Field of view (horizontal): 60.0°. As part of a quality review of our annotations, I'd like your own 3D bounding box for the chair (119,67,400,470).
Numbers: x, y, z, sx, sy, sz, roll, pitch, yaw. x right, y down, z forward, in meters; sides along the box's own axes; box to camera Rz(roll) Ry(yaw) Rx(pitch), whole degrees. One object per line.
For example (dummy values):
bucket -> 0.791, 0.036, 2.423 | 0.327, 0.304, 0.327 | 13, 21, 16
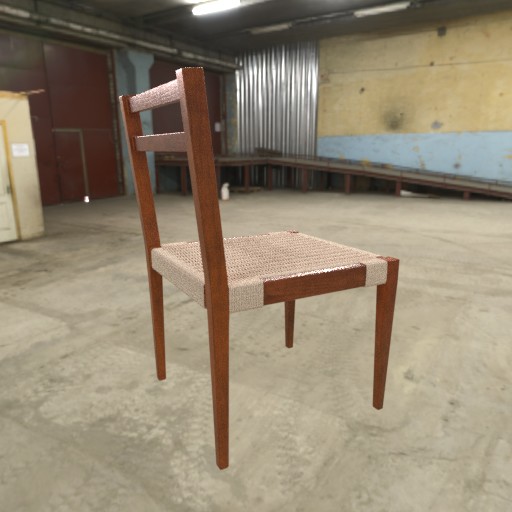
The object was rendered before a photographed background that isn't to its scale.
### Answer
chair -> 0.000, 0.000, 1.213 | 0.569, 0.851, 0.495 | -7, 15, -28
